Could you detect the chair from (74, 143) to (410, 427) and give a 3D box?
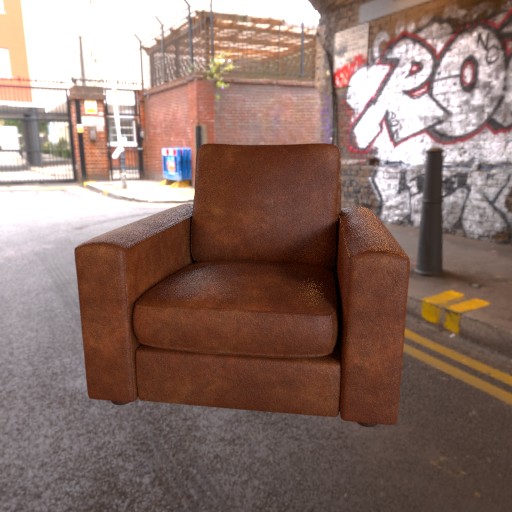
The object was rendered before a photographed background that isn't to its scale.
[{"bbox_3d":[0.000,0.000,1.757,1.005,0.873,1.016,2,14,8],"label":"chair"}]
